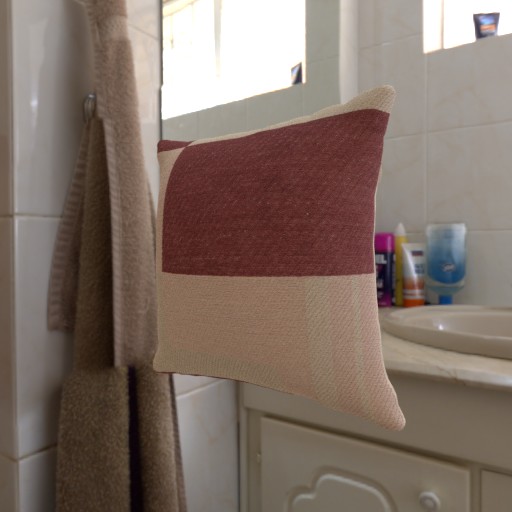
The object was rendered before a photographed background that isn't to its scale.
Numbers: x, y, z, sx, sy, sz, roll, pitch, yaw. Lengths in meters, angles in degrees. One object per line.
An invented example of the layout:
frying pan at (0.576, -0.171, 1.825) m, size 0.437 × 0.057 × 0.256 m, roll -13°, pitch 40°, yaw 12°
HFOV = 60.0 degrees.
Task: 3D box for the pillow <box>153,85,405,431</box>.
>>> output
pillow at (0.000, 0.000, 0.797) m, size 0.536 × 0.506 × 0.229 m, roll 1°, pitch 1°, yaw 36°
